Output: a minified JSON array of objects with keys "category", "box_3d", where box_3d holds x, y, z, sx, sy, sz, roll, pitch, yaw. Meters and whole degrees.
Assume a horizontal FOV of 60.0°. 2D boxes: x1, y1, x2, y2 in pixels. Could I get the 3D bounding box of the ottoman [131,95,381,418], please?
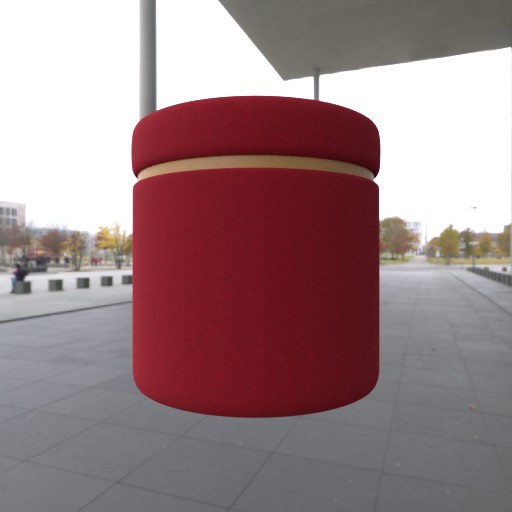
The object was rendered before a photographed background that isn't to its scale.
[{"category":"ottoman","box_3d":[0.000,0.000,0.738,0.400,0.406,0.400,0,0,0]}]
